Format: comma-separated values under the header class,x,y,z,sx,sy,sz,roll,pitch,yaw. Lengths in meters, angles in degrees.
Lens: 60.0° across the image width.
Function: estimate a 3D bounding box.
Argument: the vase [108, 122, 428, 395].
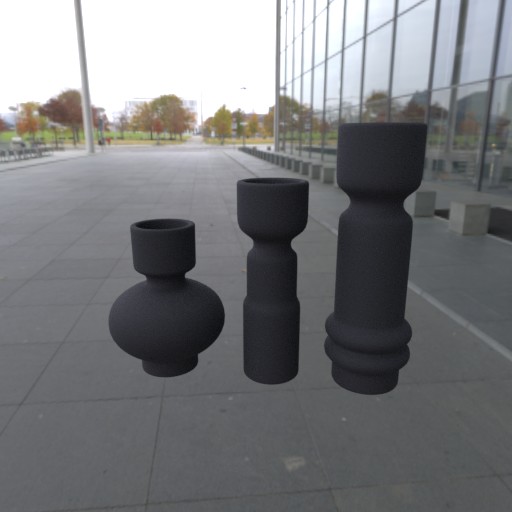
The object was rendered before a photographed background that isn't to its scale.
class,x,y,z,sx,sy,sz,roll,pitch,yaw
vase,0.000,0.000,0.436,0.307,0.249,0.120,2,15,8
